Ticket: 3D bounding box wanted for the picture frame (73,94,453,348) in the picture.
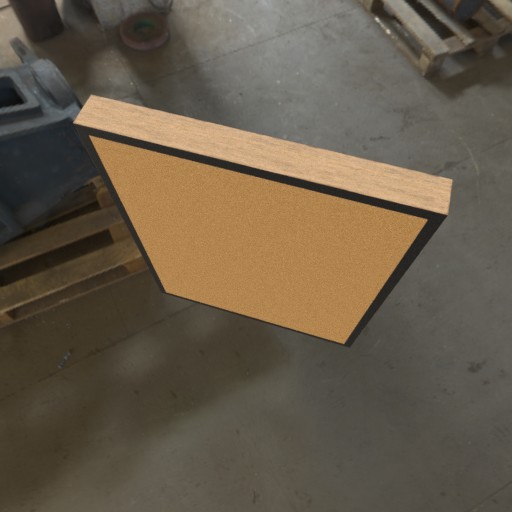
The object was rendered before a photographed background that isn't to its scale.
[{"bbox_3d":[0.000,0.000,0.722,0.421,0.526,0.046,15,65,7],"label":"picture frame"}]
